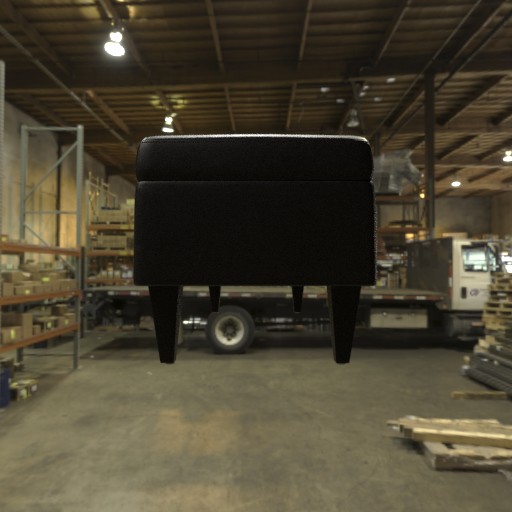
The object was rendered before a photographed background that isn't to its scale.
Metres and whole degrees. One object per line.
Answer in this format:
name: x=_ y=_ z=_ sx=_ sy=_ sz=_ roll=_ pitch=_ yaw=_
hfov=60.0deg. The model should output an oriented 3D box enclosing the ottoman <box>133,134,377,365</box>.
ottoman: x=0.000 y=0.000 z=1.429 sx=0.482 sy=0.469 sz=1.151 roll=0 pitch=-1 yaw=0
